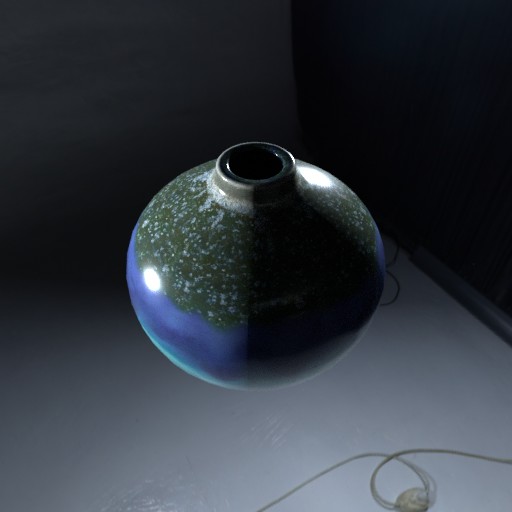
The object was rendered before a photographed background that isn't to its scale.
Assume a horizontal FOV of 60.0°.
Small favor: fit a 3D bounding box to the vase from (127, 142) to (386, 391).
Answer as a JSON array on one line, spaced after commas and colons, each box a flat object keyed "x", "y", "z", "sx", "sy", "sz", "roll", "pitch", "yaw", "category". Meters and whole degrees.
[{"x": 0.000, "y": 0.000, "z": 0.268, "sx": 0.154, "sy": 0.133, "sz": 0.154, "roll": 0, "pitch": 46, "yaw": 0, "category": "vase"}]
